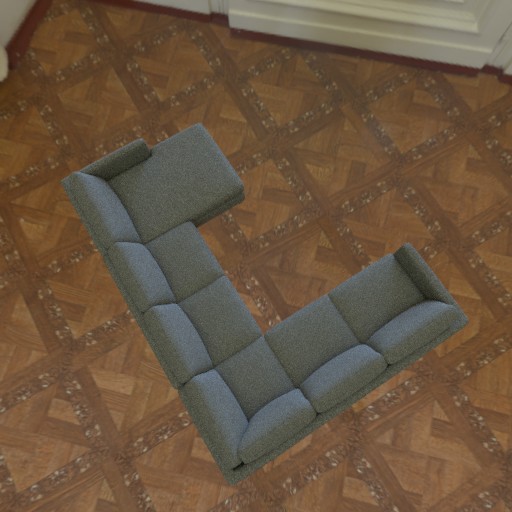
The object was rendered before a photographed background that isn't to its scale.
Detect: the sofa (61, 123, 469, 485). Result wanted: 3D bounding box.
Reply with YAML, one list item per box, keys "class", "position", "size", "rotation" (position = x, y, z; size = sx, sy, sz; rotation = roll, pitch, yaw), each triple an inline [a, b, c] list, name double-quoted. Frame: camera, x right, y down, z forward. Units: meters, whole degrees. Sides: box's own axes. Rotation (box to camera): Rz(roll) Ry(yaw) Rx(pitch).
- class: "sofa"
  position: [0.000, 0.000, 4.391]
  size: [2.551, 0.853, 3.238]
  rotation: [-31, 76, -9]
